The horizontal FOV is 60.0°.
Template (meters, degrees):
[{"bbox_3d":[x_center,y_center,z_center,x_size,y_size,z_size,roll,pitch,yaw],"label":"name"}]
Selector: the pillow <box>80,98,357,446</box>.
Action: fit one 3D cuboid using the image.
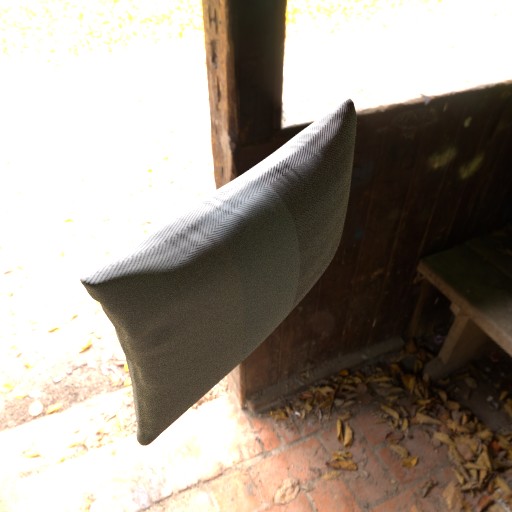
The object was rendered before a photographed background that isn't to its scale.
[{"bbox_3d":[0.000,0.000,0.632,0.139,0.305,0.506,26,47,27],"label":"pillow"}]
